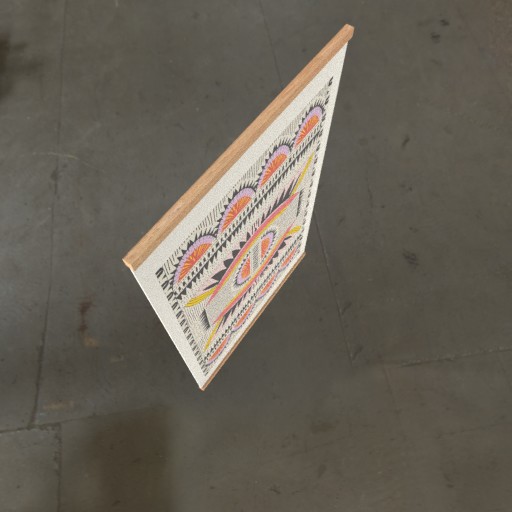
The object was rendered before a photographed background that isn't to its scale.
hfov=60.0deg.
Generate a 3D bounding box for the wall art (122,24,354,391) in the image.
[{"bbox_3d":[0.000,0.000,1.864,0.028,1.533,0.999,33,67,15],"label":"wall art"}]
